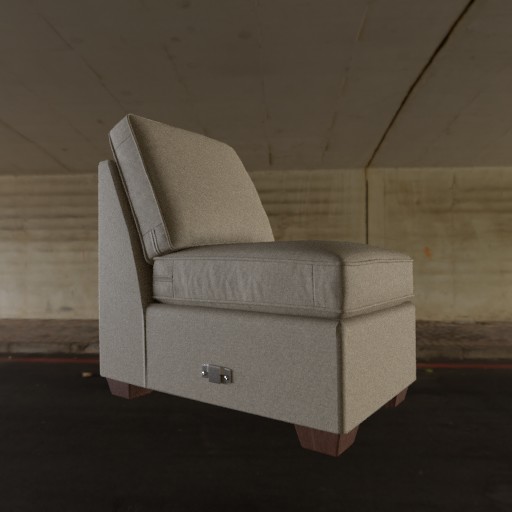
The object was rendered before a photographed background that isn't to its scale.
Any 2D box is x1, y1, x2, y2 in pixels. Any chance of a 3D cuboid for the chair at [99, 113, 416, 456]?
[{"bbox_3d":[0.000,0.000,1.659,1.020,1.058,0.674,0,0,35],"label":"chair"}]
